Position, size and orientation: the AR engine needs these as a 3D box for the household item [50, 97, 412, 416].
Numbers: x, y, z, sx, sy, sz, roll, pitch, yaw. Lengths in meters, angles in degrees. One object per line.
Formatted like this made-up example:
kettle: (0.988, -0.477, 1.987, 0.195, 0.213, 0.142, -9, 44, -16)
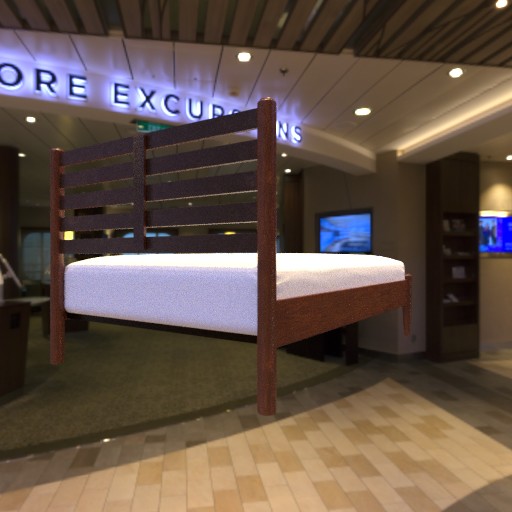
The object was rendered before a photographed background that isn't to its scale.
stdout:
household item: (0.000, 0.000, 3.252, 1.663, 1.356, 2.232, 0, 0, 34)
